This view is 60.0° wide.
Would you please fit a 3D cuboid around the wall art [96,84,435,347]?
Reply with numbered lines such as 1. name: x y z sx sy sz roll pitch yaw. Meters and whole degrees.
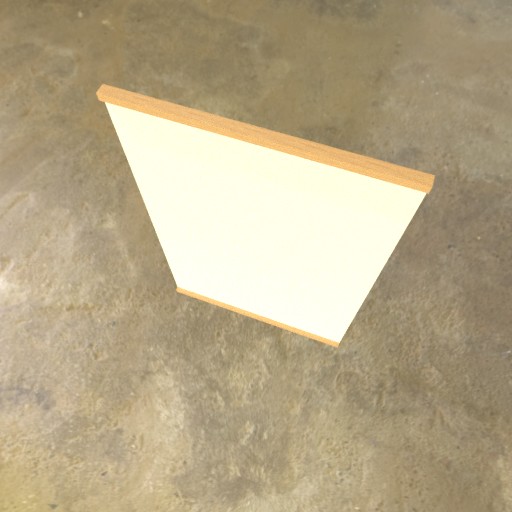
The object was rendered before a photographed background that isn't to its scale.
1. wall art: 0.000 0.000 1.910 0.991 1.510 0.040 18 64 9
